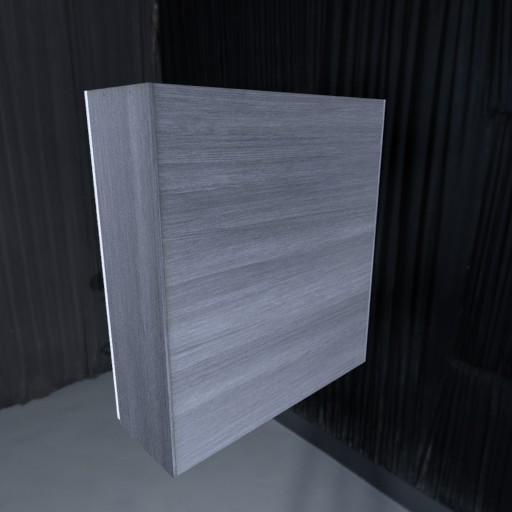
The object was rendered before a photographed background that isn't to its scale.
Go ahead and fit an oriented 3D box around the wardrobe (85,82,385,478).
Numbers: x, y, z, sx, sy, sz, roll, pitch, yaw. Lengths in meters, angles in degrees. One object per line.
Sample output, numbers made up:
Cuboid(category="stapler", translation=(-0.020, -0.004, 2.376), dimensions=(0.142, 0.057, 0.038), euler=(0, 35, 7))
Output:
Cuboid(category="wardrobe", translation=(0.000, 0.000, 2.868), dimensions=(1.780, 1.960, 0.629), euler=(-15, 22, -41))
